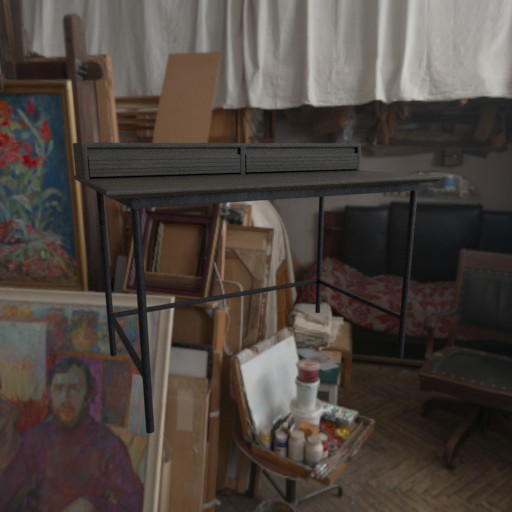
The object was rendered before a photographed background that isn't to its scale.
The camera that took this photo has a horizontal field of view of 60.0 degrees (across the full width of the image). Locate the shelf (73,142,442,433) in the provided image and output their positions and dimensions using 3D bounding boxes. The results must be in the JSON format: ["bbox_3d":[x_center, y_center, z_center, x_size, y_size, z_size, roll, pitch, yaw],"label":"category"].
[{"bbox_3d":[0.000,0.000,1.751,1.212,0.865,0.685,-7,16,-27],"label":"shelf"}]
